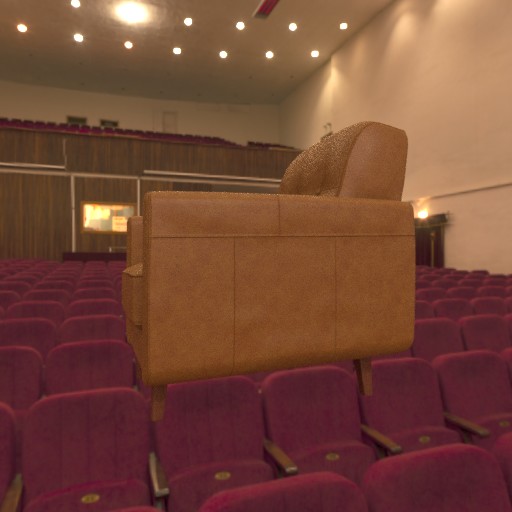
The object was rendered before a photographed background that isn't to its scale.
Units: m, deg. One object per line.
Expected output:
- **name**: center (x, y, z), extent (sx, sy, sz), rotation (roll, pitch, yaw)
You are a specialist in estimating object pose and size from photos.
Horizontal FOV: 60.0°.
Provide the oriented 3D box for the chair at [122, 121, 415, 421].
- **chair**: center (0.000, 0.000, 1.672), extent (0.942, 0.968, 0.845), rotation (0, -1, -20)
